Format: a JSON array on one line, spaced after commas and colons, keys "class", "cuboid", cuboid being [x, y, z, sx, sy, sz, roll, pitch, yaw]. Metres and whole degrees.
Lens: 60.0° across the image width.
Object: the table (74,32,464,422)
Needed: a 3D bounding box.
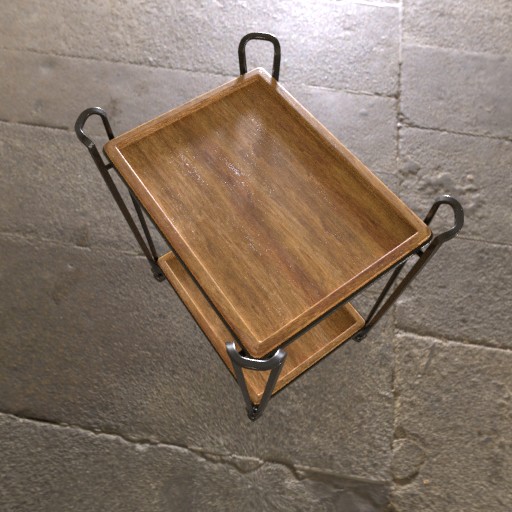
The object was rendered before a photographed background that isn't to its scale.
[{"class": "table", "cuboid": [0.000, 0.000, 1.205, 0.505, 0.785, 0.672, -32, 67, -15]}]
